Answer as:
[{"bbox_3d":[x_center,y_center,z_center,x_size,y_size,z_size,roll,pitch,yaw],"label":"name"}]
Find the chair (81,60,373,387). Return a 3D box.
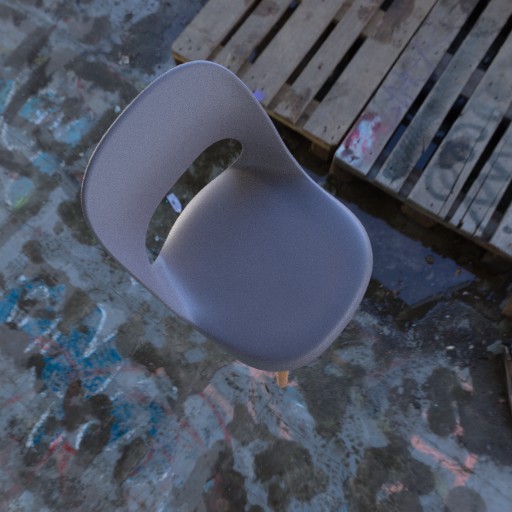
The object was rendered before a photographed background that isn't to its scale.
[{"bbox_3d":[0.000,0.000,1.113,0.556,0.795,0.470,35,78,9],"label":"chair"}]
